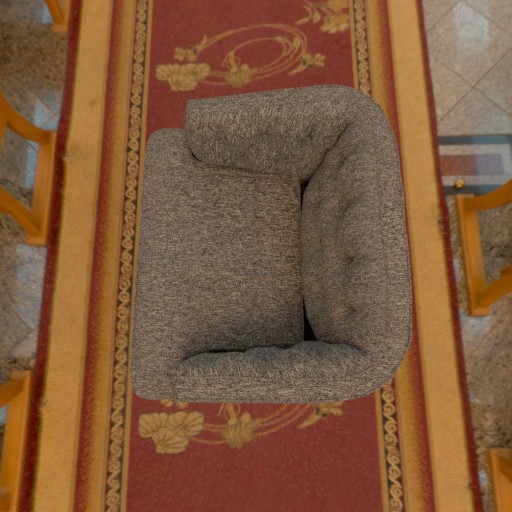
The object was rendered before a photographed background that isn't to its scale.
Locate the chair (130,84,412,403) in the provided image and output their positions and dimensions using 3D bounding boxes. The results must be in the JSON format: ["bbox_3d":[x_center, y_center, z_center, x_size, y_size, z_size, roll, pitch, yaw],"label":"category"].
[{"bbox_3d":[0.000,0.000,1.769,0.941,0.852,1.104,0,75,0],"label":"chair"}]
